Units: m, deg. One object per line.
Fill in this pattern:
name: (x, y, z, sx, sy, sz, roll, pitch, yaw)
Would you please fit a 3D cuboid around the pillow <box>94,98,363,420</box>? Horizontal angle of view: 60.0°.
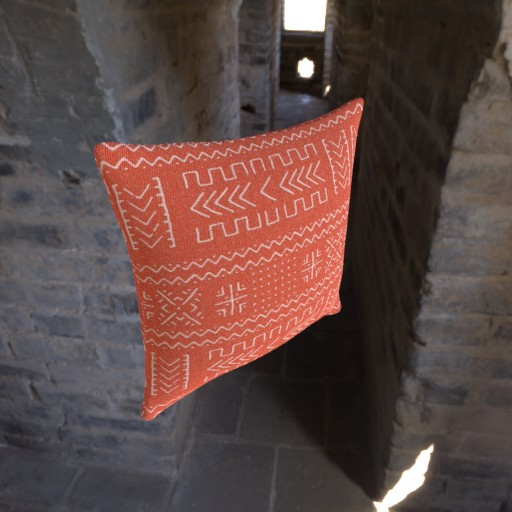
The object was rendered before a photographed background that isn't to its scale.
pillow: (0.000, 0.000, 0.686, 0.438, 0.429, 0.164, -22, 37, -33)
